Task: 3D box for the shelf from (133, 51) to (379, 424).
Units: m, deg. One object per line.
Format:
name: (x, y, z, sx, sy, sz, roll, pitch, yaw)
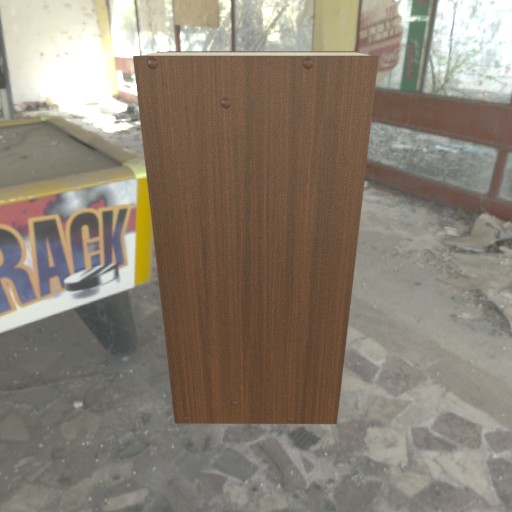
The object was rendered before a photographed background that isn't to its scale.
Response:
shelf: (0.000, 0.000, 0.721, 0.290, 0.600, 0.147, 0, 27, 0)
